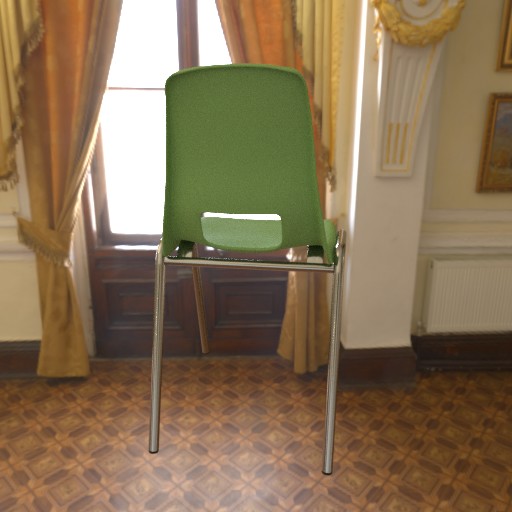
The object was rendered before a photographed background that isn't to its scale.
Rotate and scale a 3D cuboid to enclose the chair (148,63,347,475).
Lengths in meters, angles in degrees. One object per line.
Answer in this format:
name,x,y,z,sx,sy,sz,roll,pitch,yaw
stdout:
chair,0.000,0.000,0.948,0.381,0.704,0.436,3,15,9
